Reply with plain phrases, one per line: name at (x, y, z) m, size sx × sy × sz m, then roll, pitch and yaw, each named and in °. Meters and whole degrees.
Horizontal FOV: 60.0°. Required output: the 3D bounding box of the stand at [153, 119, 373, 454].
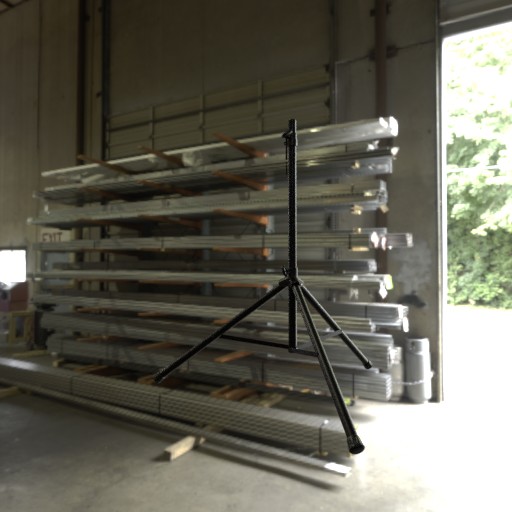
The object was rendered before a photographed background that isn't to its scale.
stand at (0.000, 0.000, 2.656) m, size 1.339 × 1.595 × 1.596 m, roll -1°, pitch -2°, yaw 17°
